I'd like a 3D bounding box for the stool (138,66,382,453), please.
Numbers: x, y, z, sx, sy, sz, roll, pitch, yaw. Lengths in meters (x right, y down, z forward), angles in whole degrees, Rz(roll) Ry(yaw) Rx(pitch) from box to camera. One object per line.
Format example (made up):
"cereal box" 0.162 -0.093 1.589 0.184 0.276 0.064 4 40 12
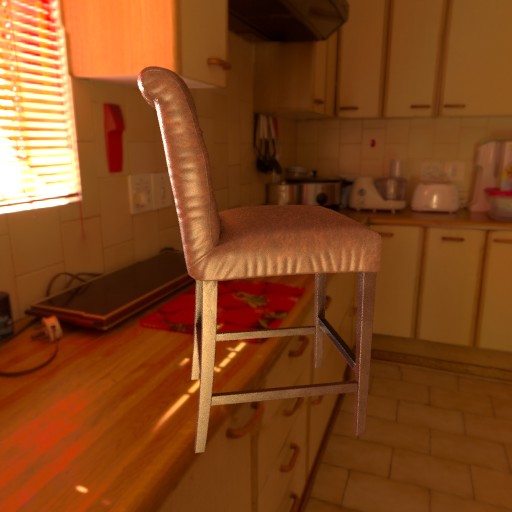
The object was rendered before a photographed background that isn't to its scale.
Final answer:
"stool" 0.000 0.000 1.446 0.660 1.084 0.486 -2 15 -9
